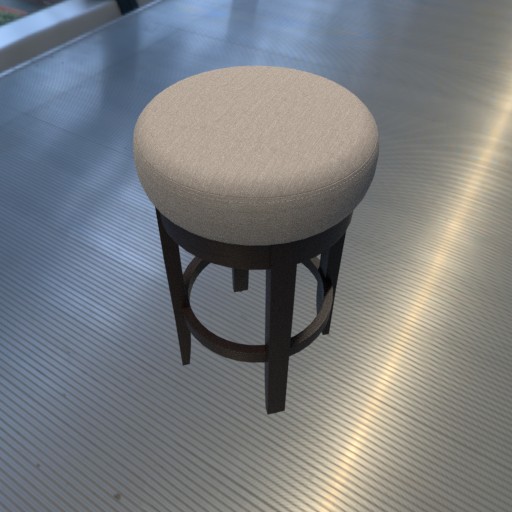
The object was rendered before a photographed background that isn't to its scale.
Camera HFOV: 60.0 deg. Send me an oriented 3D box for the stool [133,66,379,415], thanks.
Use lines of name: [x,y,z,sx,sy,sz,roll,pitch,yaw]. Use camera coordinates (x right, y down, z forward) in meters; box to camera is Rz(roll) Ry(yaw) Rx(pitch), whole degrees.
stool: [0.000,0.000,1.040,0.443,0.757,0.443,0,47,0]
